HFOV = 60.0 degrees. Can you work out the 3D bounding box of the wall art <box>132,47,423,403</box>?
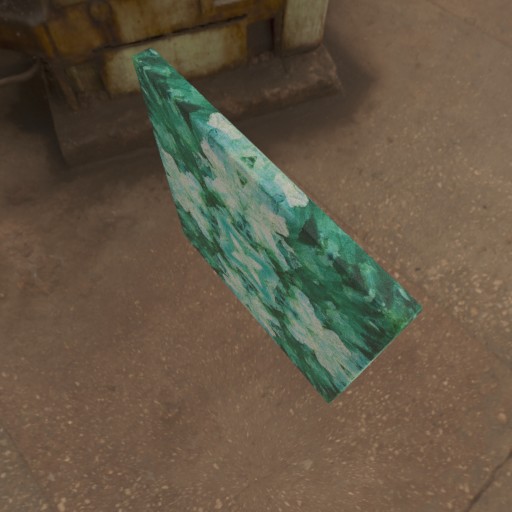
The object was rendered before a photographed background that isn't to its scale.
[{"bbox_3d":[0.000,0.000,0.761,0.038,0.508,0.507,-36,69,-17],"label":"wall art"}]
